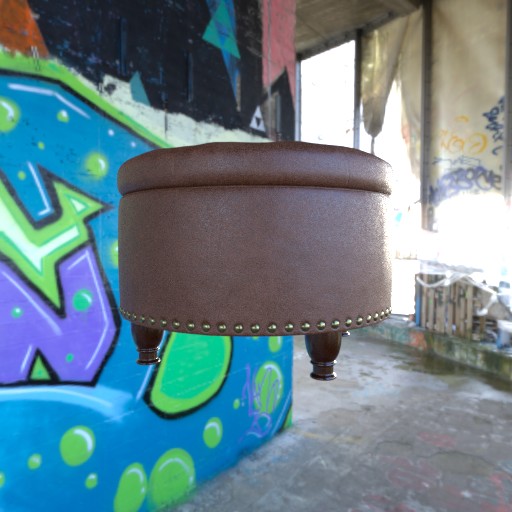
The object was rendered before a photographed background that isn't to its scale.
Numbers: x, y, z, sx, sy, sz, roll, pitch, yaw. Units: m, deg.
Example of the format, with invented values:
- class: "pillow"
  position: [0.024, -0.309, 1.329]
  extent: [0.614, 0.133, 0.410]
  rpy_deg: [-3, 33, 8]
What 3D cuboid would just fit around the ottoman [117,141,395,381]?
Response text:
- class: "ottoman"
  position: [0.000, 0.000, 1.070]
  extent: [0.637, 0.442, 0.637]
  rpy_deg: [0, 2, 0]
